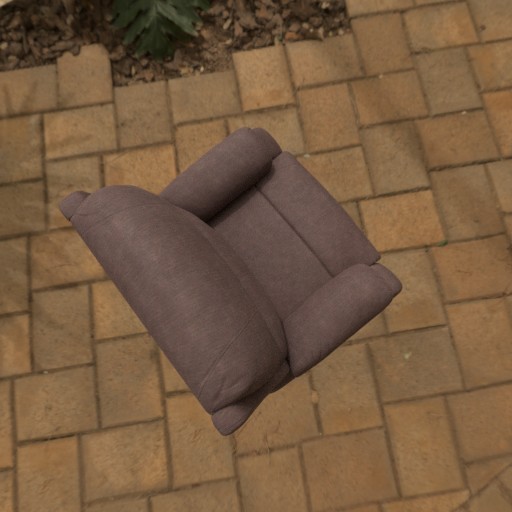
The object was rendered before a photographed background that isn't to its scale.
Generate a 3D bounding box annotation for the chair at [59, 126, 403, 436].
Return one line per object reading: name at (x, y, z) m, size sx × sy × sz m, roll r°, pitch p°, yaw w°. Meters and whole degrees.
chair at (0.000, 0.000, 1.734) m, size 0.899 × 1.011 × 0.930 m, roll -37°, pitch 78°, yaw -9°
